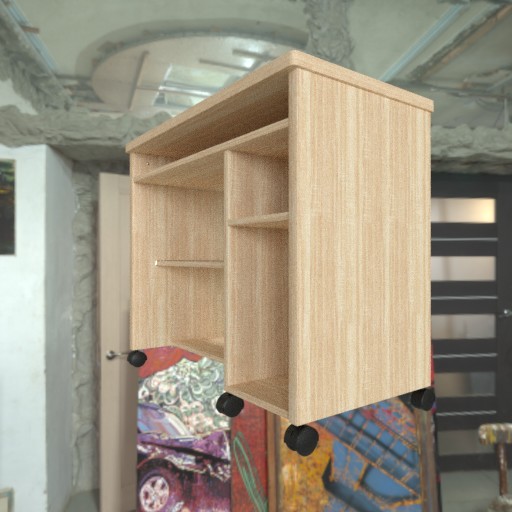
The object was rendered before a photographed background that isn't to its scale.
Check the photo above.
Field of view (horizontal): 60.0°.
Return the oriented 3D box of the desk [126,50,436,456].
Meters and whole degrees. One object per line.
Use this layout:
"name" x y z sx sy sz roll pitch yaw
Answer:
"desk" 0.000 0.000 1.322 0.480 0.770 0.884 0 0 -36
